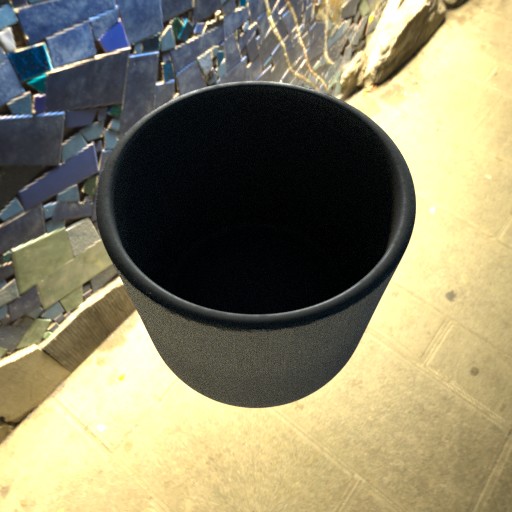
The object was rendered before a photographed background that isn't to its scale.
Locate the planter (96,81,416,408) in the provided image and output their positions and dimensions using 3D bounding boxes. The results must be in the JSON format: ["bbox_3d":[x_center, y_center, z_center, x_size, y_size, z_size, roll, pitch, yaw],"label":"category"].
[{"bbox_3d":[0.000,0.000,0.395,0.226,0.201,0.226,0,58,0],"label":"planter"}]
